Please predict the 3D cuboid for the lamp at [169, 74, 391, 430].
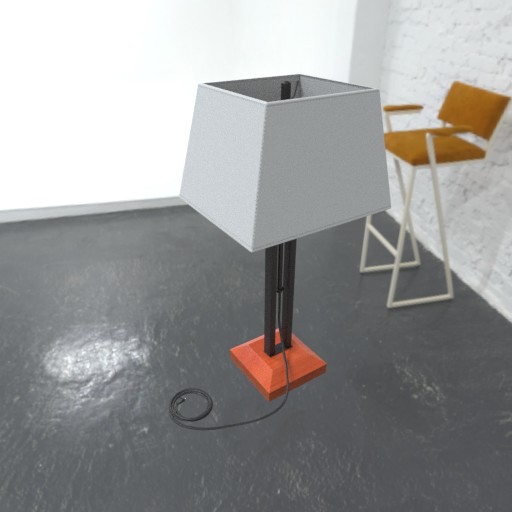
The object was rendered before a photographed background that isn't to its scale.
[{"bbox_3d":[0.000,0.000,1.007,0.498,0.737,0.310,-18,34,-28],"label":"lamp"}]
